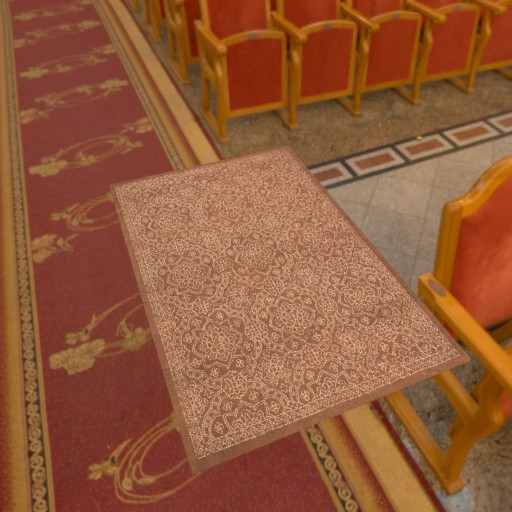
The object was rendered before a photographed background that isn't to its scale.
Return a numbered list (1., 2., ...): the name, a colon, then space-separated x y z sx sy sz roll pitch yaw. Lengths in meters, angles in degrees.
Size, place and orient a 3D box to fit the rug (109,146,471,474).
1. rug: 0.000 0.000 2.878 1.524 0.011 2.286 -16 47 -15
